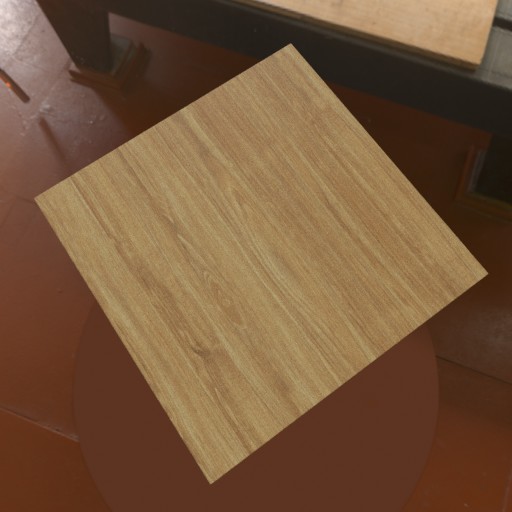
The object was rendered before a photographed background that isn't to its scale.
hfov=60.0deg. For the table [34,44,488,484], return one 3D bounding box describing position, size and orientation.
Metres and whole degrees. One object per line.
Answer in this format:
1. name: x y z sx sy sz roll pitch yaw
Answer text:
1. table: 0.000 0.000 1.440 0.900 0.450 0.900 -34 78 -8
